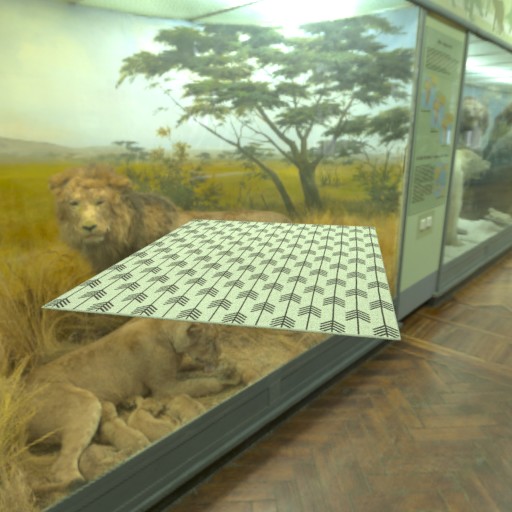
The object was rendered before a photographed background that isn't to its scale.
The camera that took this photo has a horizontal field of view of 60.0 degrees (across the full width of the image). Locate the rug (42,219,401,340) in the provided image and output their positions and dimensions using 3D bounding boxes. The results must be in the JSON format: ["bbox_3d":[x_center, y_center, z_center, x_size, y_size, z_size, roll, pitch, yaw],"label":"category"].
[{"bbox_3d":[0.000,0.000,4.193,2.330,0.010,3.061,3,16,11],"label":"rug"}]
